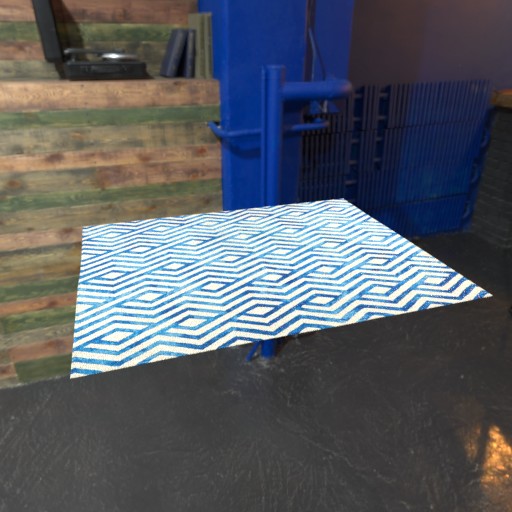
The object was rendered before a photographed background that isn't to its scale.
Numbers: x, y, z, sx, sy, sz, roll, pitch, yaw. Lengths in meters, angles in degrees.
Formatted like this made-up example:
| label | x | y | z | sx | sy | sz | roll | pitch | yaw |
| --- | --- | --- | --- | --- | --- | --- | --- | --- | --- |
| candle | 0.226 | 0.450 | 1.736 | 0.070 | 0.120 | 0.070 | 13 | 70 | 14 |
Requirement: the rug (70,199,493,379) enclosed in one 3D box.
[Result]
| label | x | y | z | sx | sy | sz | roll | pitch | yaw |
| --- | --- | --- | --- | --- | --- | --- | --- | --- | --- |
| rug | 0.000 | 0.000 | 4.055 | 3.059 | 0.008 | 2.453 | -8 | 27 | -16 |
